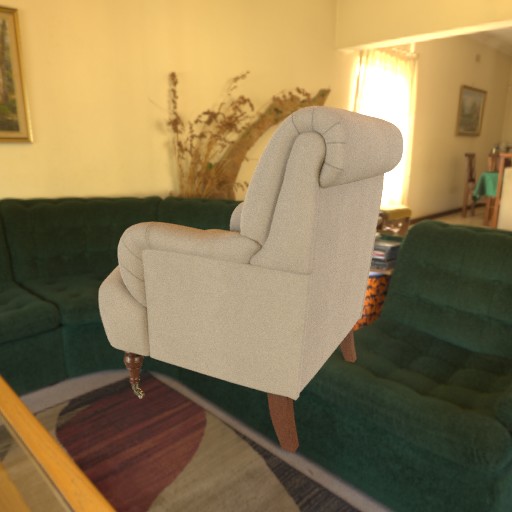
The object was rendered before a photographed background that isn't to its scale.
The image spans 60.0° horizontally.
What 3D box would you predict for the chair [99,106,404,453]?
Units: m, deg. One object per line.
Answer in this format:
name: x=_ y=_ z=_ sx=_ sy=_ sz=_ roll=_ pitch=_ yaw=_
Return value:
chair: x=0.000 y=0.000 z=1.553 sx=0.842 sy=0.942 sz=0.766 roll=7 pitch=16 yaw=27
